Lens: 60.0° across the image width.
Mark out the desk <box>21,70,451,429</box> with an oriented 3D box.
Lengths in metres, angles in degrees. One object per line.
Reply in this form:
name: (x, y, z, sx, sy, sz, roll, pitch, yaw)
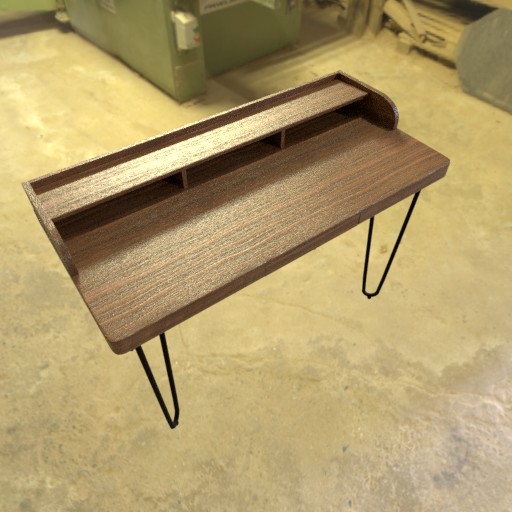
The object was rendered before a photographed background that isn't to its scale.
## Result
desk: (0.000, 0.000, 1.620, 1.200, 0.854, 0.565, -28, 53, -23)
